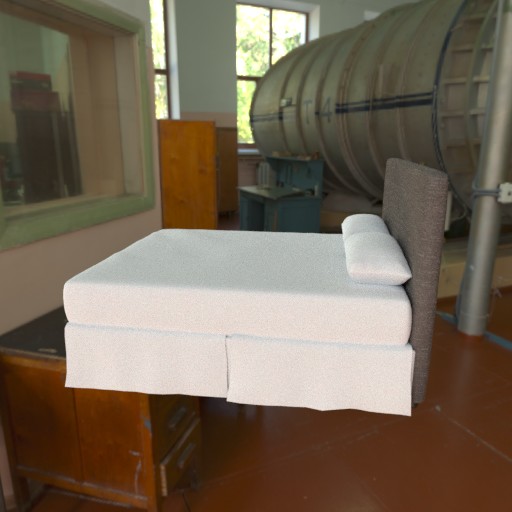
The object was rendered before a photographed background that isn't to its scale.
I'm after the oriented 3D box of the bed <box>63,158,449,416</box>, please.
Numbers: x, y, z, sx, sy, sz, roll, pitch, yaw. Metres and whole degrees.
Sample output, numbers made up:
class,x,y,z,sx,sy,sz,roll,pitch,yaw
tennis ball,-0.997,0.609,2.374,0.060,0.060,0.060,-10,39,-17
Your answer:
class,x,y,z,sx,sy,sz,roll,pitch,yaw
bed,0.000,0.000,3.169,2.142,1.330,1.723,2,15,9
